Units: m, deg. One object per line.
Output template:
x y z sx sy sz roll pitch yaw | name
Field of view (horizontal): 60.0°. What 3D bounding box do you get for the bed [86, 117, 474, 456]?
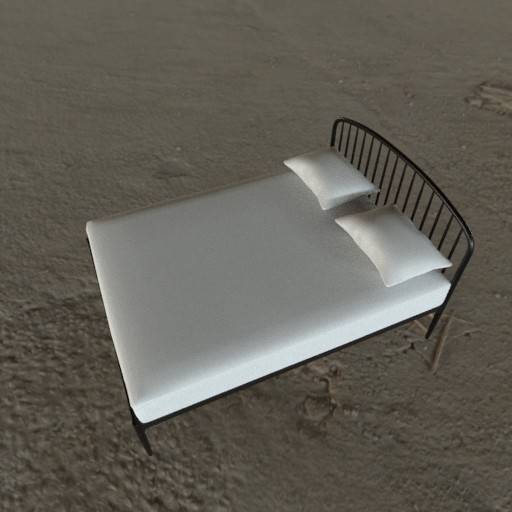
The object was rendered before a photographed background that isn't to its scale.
0.000 0.000 3.123 2.159 1.166 1.618 -18 49 -16 | bed
